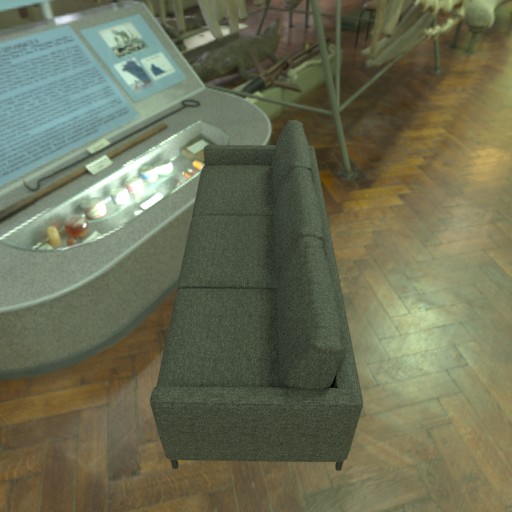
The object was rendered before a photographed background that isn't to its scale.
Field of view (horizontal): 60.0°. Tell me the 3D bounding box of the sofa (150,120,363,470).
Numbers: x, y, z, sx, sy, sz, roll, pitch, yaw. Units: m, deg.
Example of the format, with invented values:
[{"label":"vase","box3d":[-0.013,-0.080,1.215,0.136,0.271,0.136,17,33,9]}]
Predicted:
[{"label":"sofa","box3d":[0.000,0.000,2.702,0.876,0.879,2.253,0,40,0]}]
